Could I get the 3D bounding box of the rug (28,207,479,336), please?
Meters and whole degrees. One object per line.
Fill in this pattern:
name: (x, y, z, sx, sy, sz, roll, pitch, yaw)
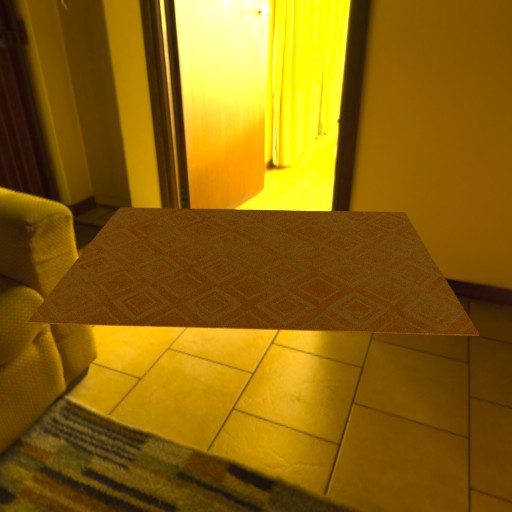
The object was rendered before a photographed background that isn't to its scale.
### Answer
rug: (0.000, 0.000, 2.309, 1.829, 0.010, 1.213, 1, 29, 2)
